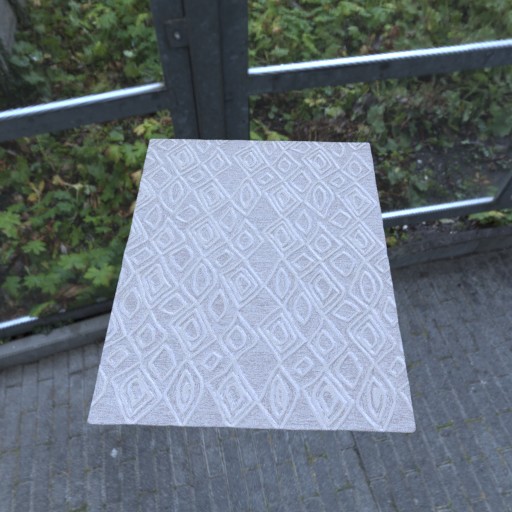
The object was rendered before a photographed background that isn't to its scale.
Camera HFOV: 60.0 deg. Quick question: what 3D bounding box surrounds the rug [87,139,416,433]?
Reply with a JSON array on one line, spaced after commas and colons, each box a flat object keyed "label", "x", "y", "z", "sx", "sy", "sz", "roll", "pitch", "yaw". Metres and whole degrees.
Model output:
[{"label": "rug", "x": 0.000, "y": 0.000, "z": 4.102, "sx": 2.449, "sy": 0.025, "sz": 3.049, "roll": 1, "pitch": 57, "yaw": 1}]
